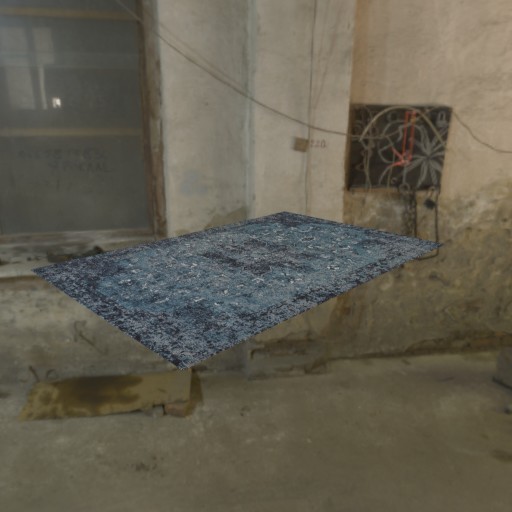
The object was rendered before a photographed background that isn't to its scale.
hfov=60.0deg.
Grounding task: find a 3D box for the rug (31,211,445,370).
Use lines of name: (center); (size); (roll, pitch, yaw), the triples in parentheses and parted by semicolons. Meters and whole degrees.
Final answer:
rug: (0.000, 0.000, 2.318); (1.219, 0.005, 1.828); (17, 25, 42)
